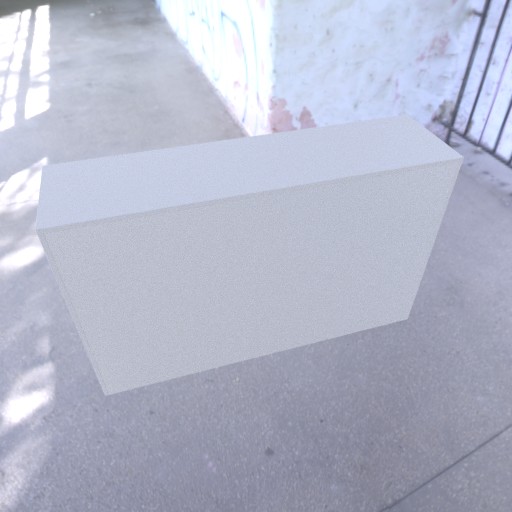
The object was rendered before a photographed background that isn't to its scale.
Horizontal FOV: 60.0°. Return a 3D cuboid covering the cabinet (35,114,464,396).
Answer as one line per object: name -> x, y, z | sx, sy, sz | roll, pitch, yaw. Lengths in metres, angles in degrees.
cabinet -> 0.000, 0.000, 1.874 | 1.450, 0.900, 0.380 | -11, 43, -13
